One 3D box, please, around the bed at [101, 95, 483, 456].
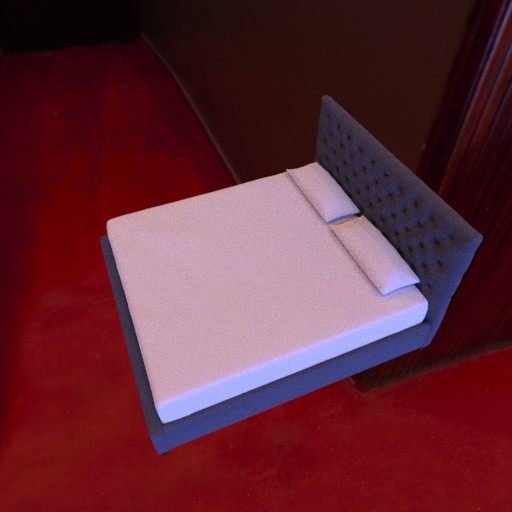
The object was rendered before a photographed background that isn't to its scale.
[{"bbox_3d":[0.000,0.000,3.697,2.387,1.427,2.078,-17,49,-15],"label":"bed"}]
